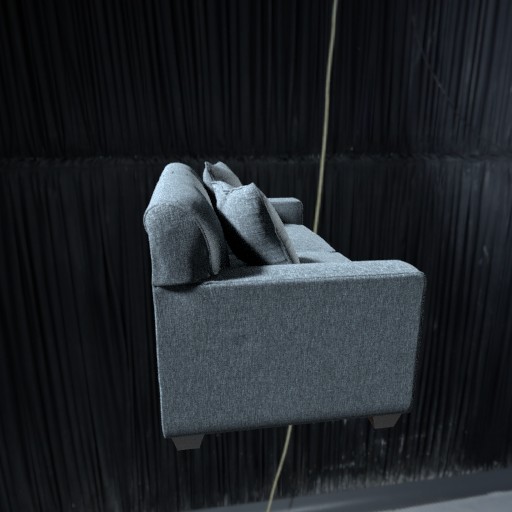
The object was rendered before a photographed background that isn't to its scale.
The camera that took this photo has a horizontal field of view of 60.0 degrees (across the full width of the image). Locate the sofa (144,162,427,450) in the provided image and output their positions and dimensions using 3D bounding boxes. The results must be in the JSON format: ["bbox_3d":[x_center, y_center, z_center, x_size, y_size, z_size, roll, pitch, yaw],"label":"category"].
[{"bbox_3d":[0.000,0.000,2.393,0.998,0.958,1.846,-3,16,-9],"label":"sofa"}]
